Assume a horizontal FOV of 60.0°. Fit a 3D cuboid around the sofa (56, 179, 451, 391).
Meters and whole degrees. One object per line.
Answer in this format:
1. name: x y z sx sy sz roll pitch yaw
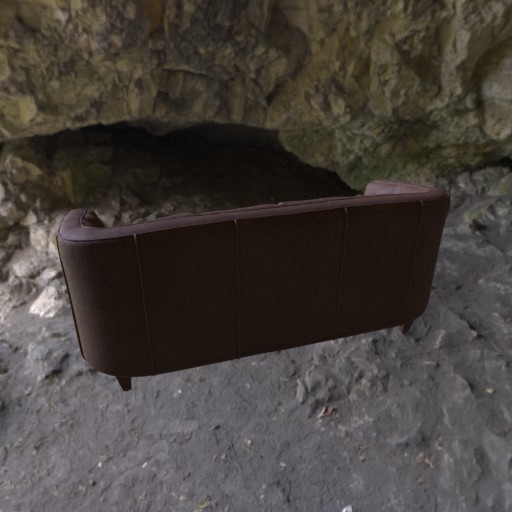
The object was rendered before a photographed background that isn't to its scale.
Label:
1. sofa: 0.000 0.000 2.262 1.767 0.799 0.917 -8 28 -16
